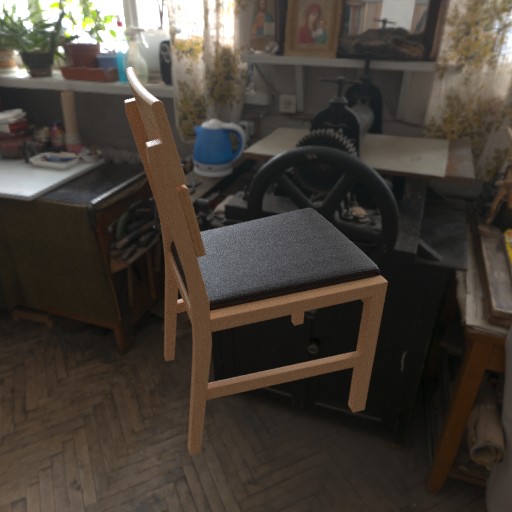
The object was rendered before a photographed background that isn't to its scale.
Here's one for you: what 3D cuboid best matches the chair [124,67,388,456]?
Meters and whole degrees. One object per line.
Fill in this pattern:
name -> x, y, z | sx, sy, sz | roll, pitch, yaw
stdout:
chair -> 0.000, 0.000, 1.239 | 0.560, 0.950, 0.475 | -10, 32, -17
